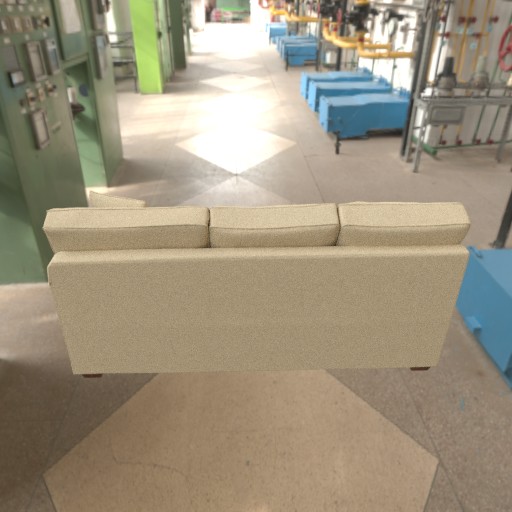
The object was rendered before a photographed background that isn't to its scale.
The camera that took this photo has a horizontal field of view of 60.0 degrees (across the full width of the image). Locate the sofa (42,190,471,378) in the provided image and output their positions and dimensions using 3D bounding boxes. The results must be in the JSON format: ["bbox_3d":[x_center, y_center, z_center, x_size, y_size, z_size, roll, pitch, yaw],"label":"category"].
[{"bbox_3d":[0.000,0.000,2.573,1.963,0.946,1.034,-1,30,-1],"label":"sofa"}]
